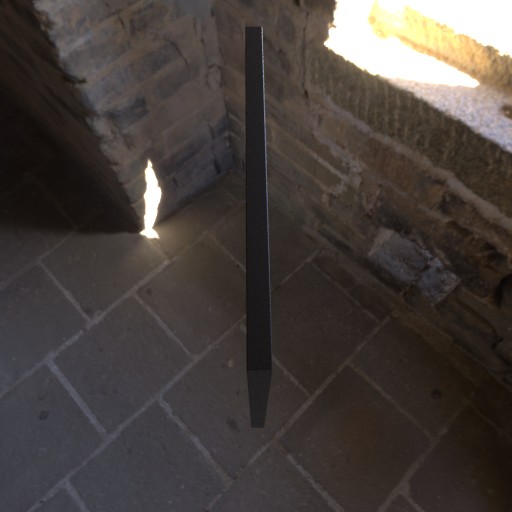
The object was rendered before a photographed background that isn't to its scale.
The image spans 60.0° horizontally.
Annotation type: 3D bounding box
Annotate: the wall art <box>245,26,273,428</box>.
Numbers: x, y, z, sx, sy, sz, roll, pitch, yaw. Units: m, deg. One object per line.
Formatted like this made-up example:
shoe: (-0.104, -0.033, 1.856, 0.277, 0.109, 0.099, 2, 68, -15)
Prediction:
wall art: (0.000, 0.000, 1.160, 0.038, 0.765, 0.765, -1, 63, 0)
